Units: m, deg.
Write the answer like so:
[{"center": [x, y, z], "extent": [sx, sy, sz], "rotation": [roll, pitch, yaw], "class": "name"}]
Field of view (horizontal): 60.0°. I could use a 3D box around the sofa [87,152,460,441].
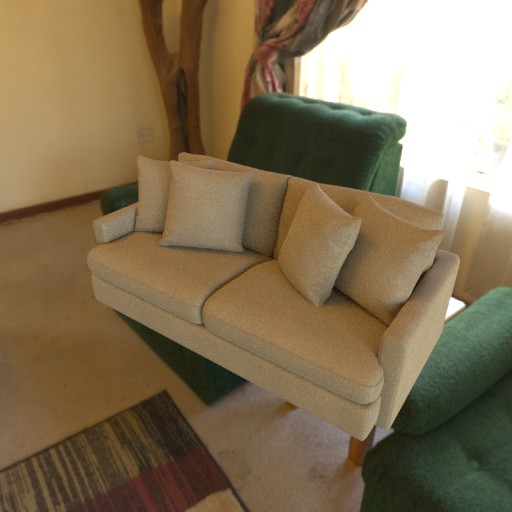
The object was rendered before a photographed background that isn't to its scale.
[{"center": [0.000, 0.000, 3.055], "extent": [2.380, 1.084, 1.228], "rotation": [19, 35, 30], "class": "sofa"}]
